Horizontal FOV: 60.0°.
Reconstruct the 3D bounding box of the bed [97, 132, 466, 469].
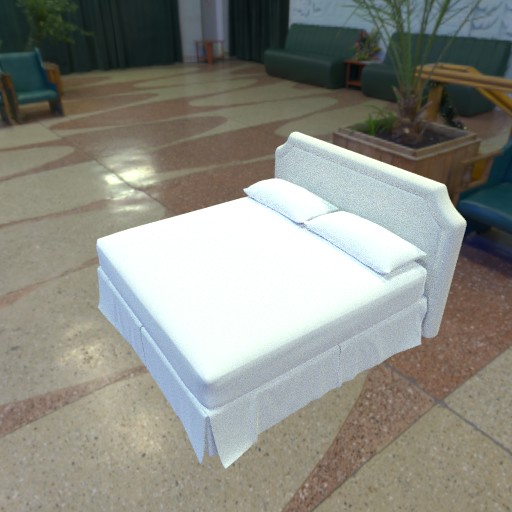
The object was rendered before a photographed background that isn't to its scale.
[{"bbox_3d":[0.000,0.000,3.589,2.204,1.301,2.160,-20,36,-29],"label":"bed"}]
